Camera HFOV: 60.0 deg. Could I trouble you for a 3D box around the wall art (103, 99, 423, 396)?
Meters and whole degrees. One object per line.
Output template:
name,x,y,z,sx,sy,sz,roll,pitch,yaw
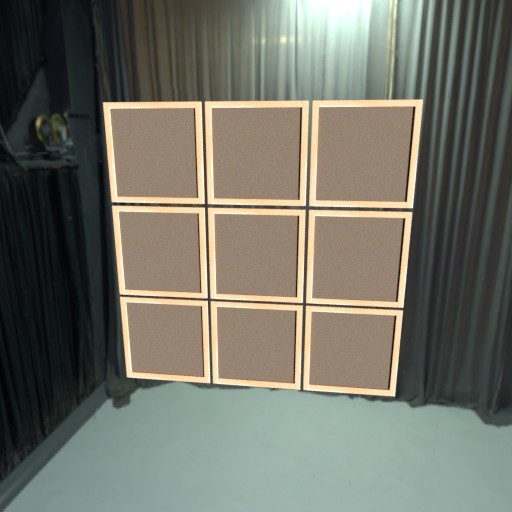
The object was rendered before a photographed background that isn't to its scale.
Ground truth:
wall art,0.000,0.000,1.842,1.216,1.218,0.013,2,16,7
